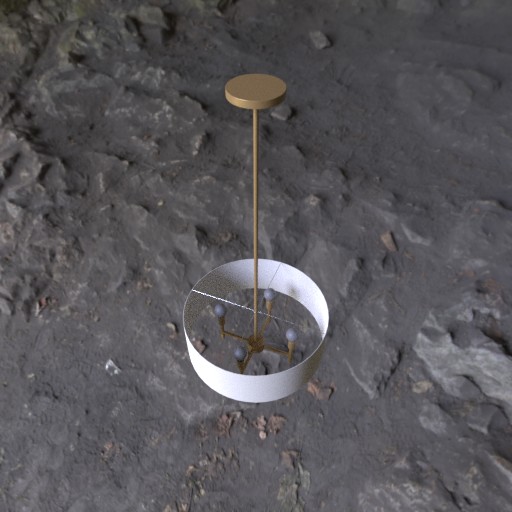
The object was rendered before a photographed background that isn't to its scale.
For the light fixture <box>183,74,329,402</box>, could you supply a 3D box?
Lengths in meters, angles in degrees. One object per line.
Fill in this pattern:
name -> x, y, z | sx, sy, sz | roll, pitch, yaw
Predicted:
light fixture -> 0.000, 0.000, 1.358 | 0.508, 1.067, 0.508 | 0, 46, 0
